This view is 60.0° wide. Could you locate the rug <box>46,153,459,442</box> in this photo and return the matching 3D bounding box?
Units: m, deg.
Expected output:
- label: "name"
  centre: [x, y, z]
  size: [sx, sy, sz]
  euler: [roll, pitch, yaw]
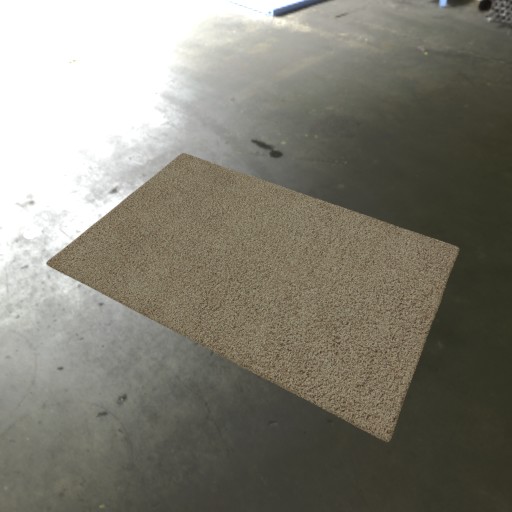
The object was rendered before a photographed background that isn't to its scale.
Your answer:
- label: "rug"
  centre: [0.000, 0.000, 3.486]
  size: [2.743, 0.030, 1.778]
  euler: [23, 50, 20]
